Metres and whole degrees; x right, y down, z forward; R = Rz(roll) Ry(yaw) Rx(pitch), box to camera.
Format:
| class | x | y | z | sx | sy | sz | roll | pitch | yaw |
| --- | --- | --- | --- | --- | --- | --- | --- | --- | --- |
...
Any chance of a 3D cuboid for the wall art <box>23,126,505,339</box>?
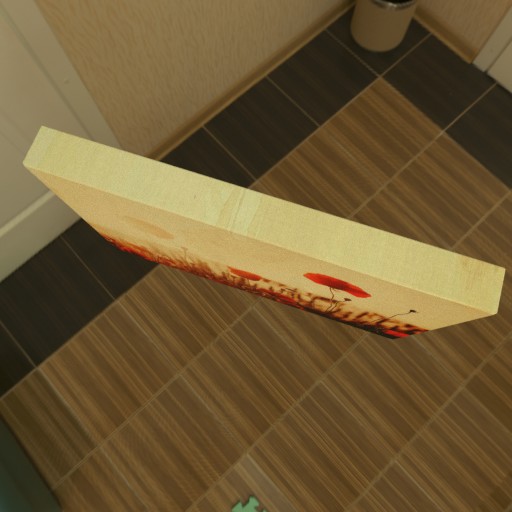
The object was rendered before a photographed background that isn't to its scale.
| class | x | y | z | sx | sy | sz | roll | pitch | yaw |
| --- | --- | --- | --- | --- | --- | --- | --- | --- | --- |
| wall art | 0.000 | 0.000 | 0.464 | 0.383 | 0.251 | 0.037 | 18 | 76 | 5 |
